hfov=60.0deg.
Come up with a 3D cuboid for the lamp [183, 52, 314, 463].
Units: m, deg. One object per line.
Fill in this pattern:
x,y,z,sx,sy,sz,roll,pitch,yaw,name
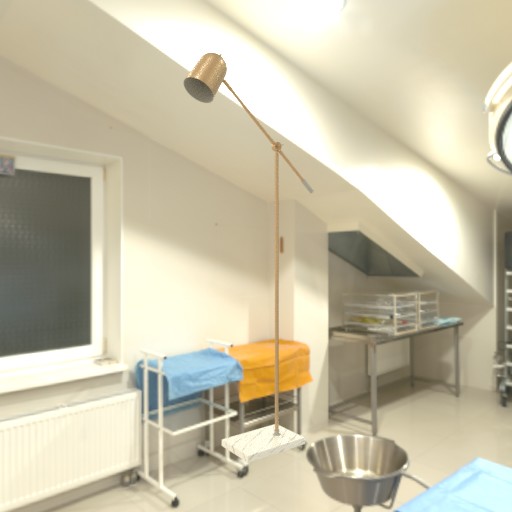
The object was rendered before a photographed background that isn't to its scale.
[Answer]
0.000,0.000,1.849,0.653,1.594,0.194,0,0,-36,lamp
